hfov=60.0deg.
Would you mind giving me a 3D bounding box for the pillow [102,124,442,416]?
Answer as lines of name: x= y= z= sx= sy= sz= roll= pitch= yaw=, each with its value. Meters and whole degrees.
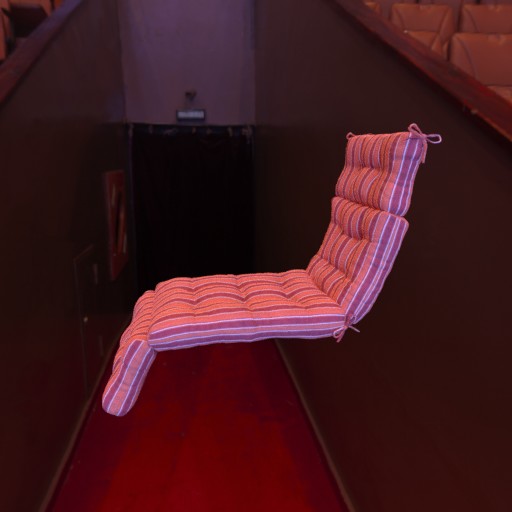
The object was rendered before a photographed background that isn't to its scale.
pillow: x=0.000 y=0.000 z=1.533 sx=1.016 sy=0.863 sz=0.526 roll=-2 pitch=14 yaw=-9
